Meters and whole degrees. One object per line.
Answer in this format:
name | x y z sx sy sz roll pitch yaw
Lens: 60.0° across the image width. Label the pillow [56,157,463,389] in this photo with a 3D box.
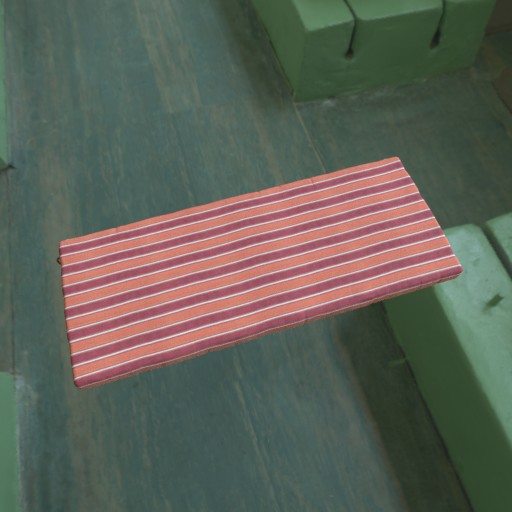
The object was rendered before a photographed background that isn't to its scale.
pillow | 0.000 0.000 1.360 1.187 0.081 0.492 -15 64 -8
